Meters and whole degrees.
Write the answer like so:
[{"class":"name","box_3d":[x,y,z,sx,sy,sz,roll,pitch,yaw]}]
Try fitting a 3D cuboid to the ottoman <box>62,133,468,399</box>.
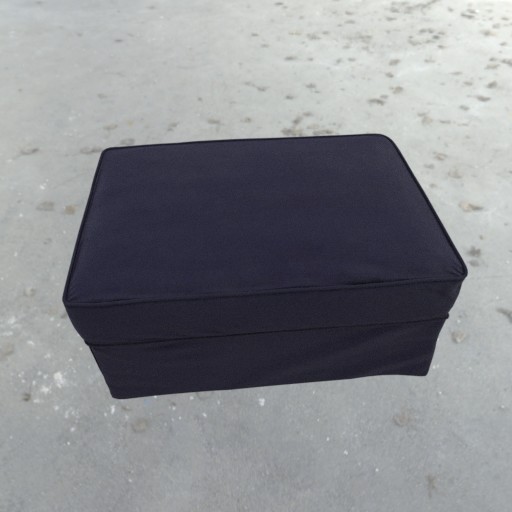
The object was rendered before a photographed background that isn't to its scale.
[{"class":"ottoman","box_3d":[0.000,0.000,1.313,0.938,0.503,0.637,-4,46,-4]}]
